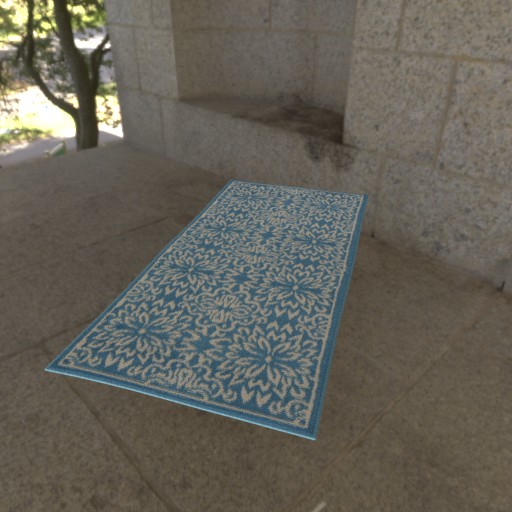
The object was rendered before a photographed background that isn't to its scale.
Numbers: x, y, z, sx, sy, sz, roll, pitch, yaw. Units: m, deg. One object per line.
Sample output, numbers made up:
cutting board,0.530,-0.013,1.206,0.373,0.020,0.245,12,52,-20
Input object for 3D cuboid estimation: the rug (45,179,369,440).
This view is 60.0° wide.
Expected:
rug,0.000,0.000,1.399,0.604,0.007,1.219,9,32,15
